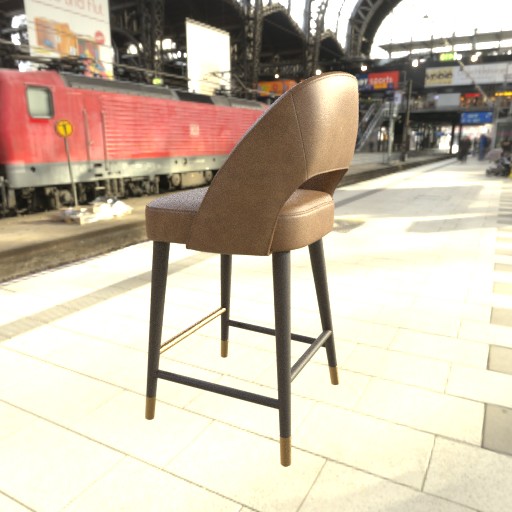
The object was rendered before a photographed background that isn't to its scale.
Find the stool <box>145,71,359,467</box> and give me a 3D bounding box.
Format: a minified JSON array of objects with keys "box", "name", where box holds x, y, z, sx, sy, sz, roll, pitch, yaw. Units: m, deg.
[{"box":[0.000,0.000,1.262,0.509,0.940,0.494,7,16,26],"name":"stool"}]
